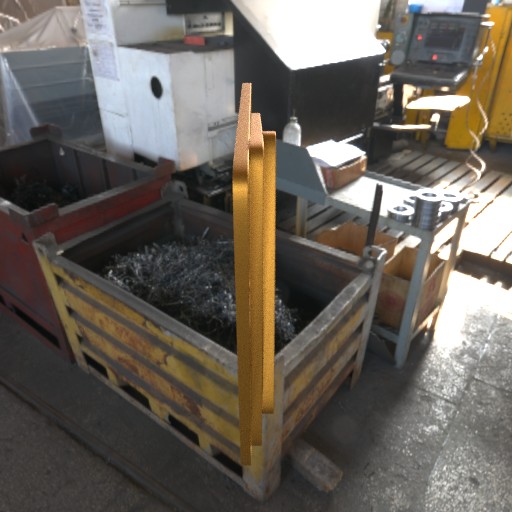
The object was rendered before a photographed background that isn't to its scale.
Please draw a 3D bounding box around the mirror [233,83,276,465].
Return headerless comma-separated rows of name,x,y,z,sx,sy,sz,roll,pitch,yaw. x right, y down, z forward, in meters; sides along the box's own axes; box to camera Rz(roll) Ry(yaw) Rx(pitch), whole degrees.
mirror,0.000,0.000,0.723,0.045,0.468,0.470,0,32,0
